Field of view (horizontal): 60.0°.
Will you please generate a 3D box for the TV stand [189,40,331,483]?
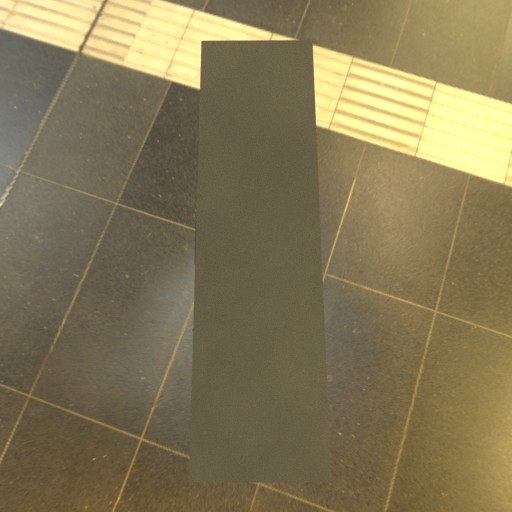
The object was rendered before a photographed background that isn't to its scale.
[{"bbox_3d":[0.000,0.000,1.639,0.400,0.560,1.400,0,76,0],"label":"TV stand"}]
